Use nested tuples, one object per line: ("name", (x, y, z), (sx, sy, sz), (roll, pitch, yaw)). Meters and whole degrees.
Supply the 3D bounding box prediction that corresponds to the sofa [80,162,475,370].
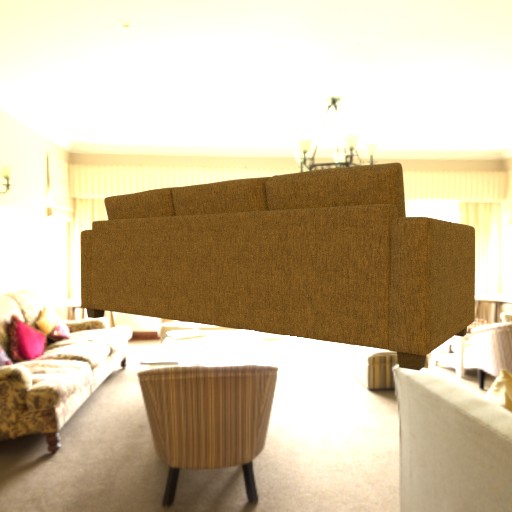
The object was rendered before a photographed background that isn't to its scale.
("sofa", (0.000, 0.000, 2.552), (2.160, 0.800, 0.900), (1, 1, 36))
